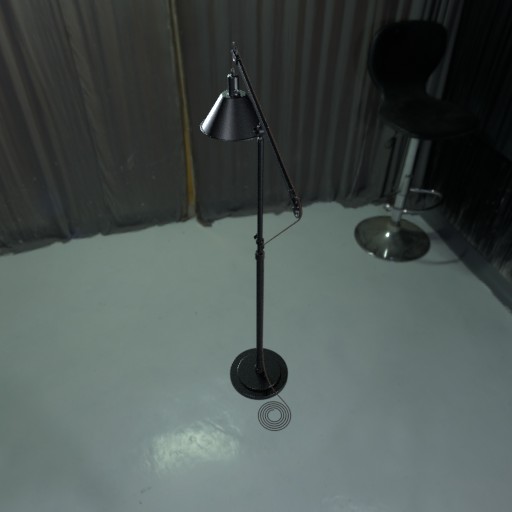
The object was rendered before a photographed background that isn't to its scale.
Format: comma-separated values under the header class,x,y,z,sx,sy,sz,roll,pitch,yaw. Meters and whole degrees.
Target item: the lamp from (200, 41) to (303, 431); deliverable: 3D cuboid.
class,x,y,z,sx,sy,sz,roll,pitch,yaw
lamp,0.000,0.000,1.960,0.319,1.626,0.904,-11,42,-13
